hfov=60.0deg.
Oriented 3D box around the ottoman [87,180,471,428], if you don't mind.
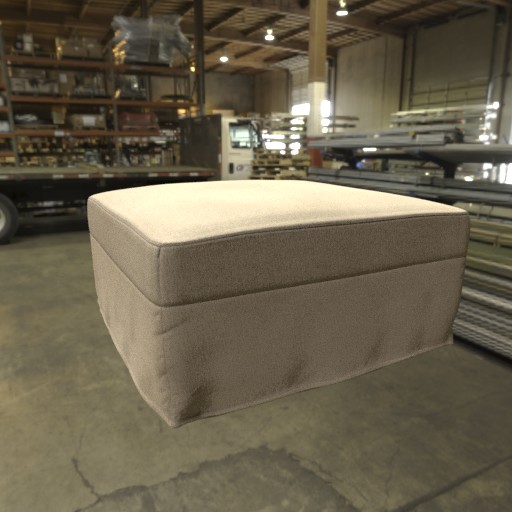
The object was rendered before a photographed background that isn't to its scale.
[{"bbox_3d":[0.000,0.000,1.323,0.843,0.441,0.842,-7,16,-27],"label":"ottoman"}]
